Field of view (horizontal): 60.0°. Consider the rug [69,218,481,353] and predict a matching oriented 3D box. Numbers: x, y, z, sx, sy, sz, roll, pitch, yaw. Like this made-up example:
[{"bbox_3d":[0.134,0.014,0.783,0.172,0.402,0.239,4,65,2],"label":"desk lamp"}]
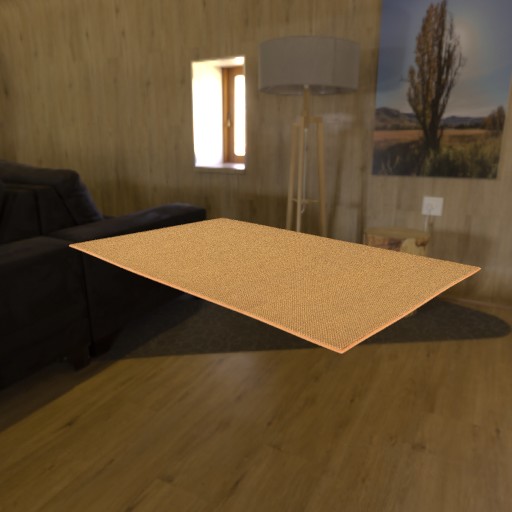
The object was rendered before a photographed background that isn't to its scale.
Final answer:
[{"bbox_3d":[0.000,0.000,2.104,1.678,0.013,1.078,15,21,42],"label":"rug"}]
